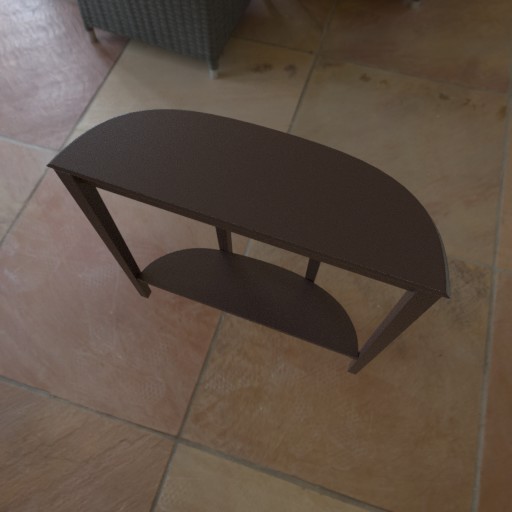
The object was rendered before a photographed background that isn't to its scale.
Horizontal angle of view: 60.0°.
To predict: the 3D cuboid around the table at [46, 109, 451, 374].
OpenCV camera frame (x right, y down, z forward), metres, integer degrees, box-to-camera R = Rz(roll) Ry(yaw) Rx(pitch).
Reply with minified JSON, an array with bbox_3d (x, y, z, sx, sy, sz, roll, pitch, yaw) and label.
[{"bbox_3d":[0.000,0.000,1.345,0.909,0.831,0.274,19,65,9],"label":"table"}]
